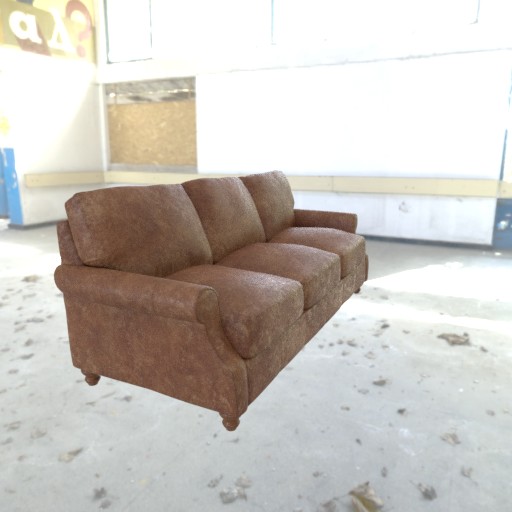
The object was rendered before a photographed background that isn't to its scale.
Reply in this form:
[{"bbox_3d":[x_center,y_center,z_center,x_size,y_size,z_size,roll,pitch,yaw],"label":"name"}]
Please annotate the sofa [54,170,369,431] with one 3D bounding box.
[{"bbox_3d":[0.000,0.000,2.805,0.973,0.977,2.351,7,15,26],"label":"sofa"}]
